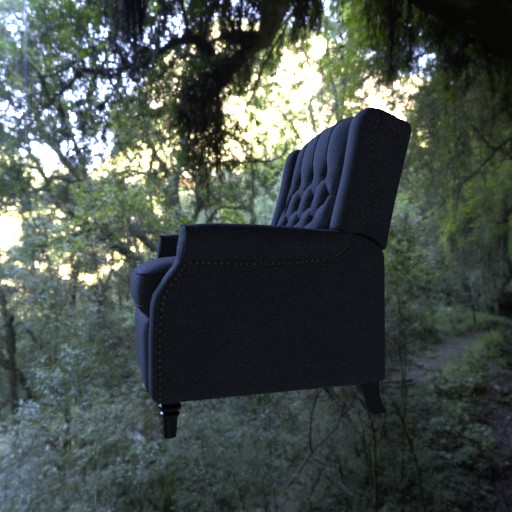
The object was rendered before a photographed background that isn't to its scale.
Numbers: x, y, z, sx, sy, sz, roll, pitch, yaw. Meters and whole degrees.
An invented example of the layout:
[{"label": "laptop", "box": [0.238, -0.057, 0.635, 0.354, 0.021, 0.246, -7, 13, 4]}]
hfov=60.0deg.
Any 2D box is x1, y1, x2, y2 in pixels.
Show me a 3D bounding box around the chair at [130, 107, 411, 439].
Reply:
[{"label": "chair", "box": [0.000, 0.000, 1.657, 0.898, 1.035, 0.742, 0, 0, -18]}]
